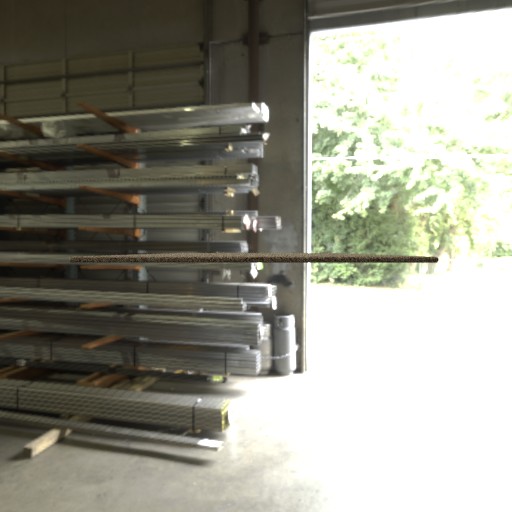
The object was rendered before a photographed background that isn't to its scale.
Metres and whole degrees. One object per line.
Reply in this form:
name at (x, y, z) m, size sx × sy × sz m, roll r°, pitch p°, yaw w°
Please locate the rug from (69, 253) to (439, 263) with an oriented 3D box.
rug at (0.000, 0.000, 3.485) m, size 1.778 × 0.030 × 2.743 m, roll 0°, pitch 1°, yaw 1°
